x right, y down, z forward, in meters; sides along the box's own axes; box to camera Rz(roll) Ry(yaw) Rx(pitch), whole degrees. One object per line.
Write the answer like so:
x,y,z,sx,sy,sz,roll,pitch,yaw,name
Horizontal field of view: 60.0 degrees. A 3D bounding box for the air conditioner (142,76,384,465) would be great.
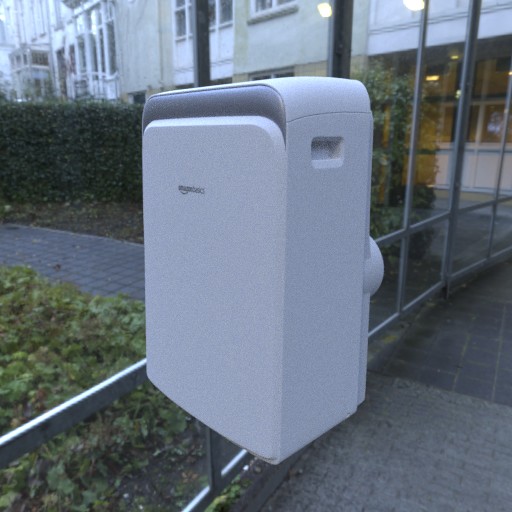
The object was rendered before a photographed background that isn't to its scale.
0.000,0.000,0.953,0.454,0.700,0.365,15,21,43,air conditioner
